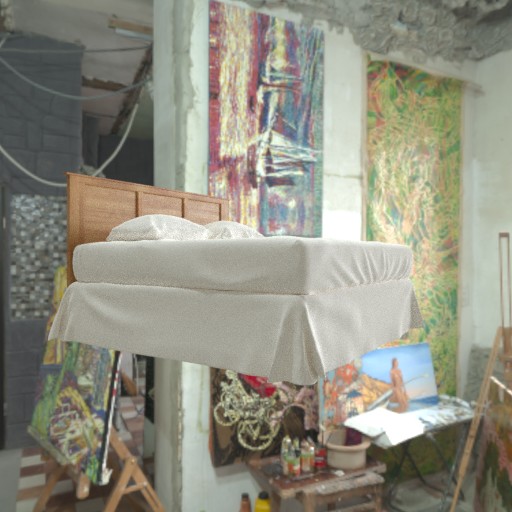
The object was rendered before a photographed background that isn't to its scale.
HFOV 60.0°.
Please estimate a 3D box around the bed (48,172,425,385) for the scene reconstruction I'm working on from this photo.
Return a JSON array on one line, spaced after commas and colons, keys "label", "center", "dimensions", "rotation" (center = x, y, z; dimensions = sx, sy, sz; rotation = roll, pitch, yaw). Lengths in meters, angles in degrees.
[{"label": "bed", "center": [0.000, 0.000, 3.604], "dimensions": [2.215, 1.270, 2.317], "rotation": [0, 0, 35]}]
